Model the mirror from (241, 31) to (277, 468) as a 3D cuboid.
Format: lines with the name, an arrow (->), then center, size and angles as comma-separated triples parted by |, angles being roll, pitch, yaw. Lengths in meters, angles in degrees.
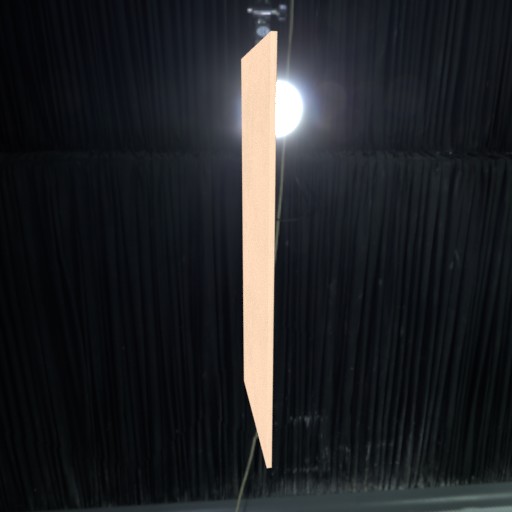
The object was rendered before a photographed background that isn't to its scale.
mirror -> 0.000, 0.000, 2.364 | 0.026, 2.031, 0.812 | -3, 17, -9
